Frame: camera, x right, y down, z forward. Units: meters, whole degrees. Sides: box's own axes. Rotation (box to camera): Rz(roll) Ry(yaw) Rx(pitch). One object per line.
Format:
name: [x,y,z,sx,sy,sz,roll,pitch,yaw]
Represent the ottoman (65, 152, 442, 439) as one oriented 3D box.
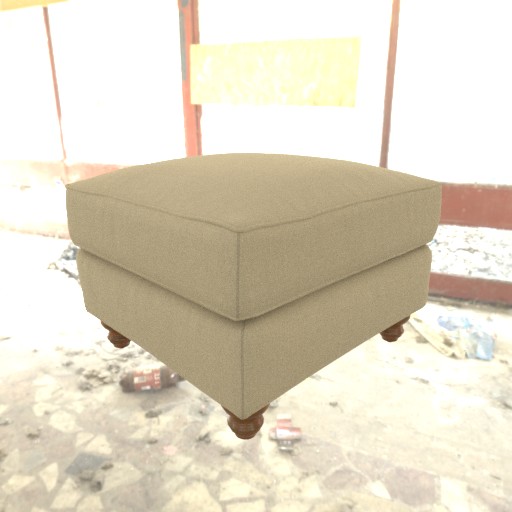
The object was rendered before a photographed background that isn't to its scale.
ottoman: [0.000,0.000,1.132,0.716,0.505,0.662,-16,24,-42]
